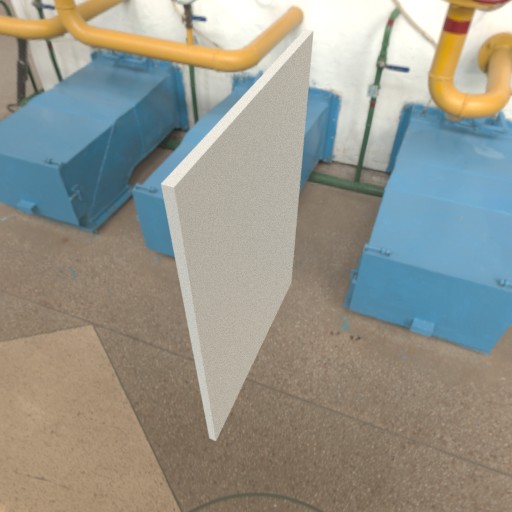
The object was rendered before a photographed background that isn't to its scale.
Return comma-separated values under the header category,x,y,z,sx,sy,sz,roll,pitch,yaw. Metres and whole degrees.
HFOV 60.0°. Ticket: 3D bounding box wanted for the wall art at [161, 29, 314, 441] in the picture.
category,x,y,z,sx,sy,sz,roll,pitch,yaw
wall art,0.000,0.000,0.681,0.013,0.533,0.381,17,48,16
